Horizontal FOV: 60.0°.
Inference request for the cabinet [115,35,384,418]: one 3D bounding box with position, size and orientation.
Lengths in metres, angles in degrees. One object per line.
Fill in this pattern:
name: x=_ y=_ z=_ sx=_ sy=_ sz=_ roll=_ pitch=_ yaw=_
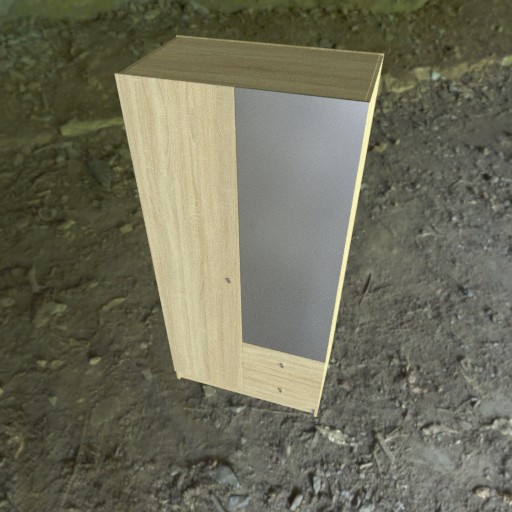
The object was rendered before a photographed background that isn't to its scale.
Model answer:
cabinet: x=0.000 y=0.000 z=2.540 sx=1.001 sy=2.121 sz=0.590 roll=11 pitch=42 yaw=13
